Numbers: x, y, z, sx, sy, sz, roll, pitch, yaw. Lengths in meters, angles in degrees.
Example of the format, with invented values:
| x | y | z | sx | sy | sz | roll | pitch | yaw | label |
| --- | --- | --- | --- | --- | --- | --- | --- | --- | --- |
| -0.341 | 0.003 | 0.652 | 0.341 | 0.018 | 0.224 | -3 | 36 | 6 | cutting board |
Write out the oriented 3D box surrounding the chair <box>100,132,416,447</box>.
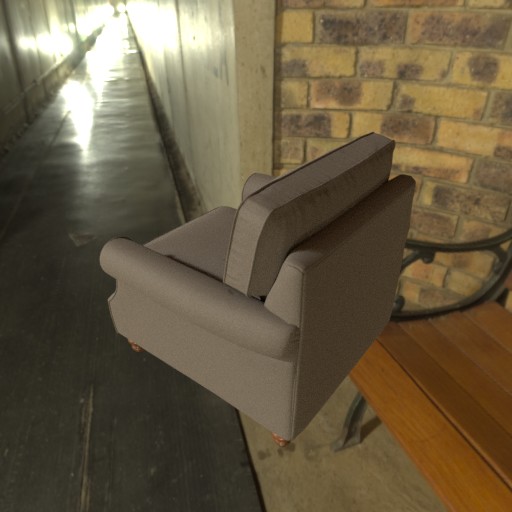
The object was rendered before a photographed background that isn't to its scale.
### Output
| x | y | z | sx | sy | sz | roll | pitch | yaw | label |
| --- | --- | --- | --- | --- | --- | --- | --- | --- | --- |
| 0.000 | 0.000 | 1.841 | 0.966 | 0.967 | 1.029 | 22 | 38 | 32 | chair |
